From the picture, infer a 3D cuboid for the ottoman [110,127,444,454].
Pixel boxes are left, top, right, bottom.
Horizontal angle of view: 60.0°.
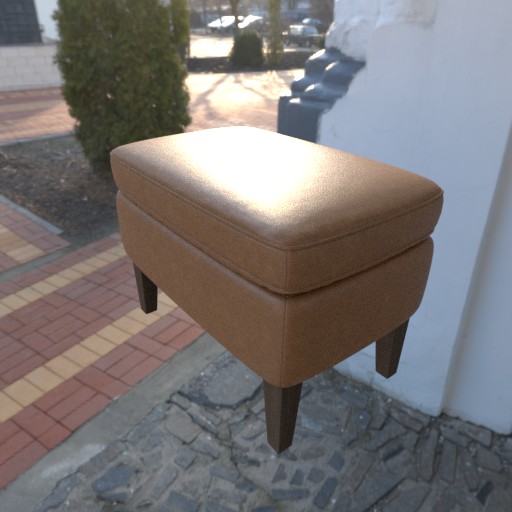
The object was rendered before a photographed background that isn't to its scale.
[{"bbox_3d":[0.000,0.000,1.016,0.420,0.480,0.670,-20,34,-33],"label":"ottoman"}]
